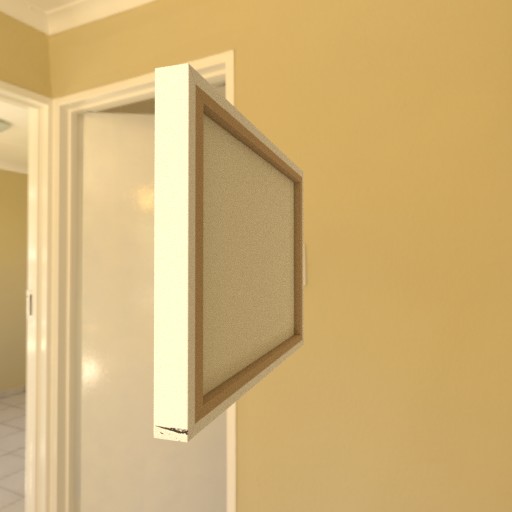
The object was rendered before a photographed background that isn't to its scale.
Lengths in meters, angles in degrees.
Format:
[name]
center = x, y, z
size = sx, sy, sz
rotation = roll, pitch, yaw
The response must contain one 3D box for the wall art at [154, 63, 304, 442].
[wall art]
center = 0.000, 0.000, 0.778
size = 0.042, 0.414, 0.608
rotation = 0, -1, 18
